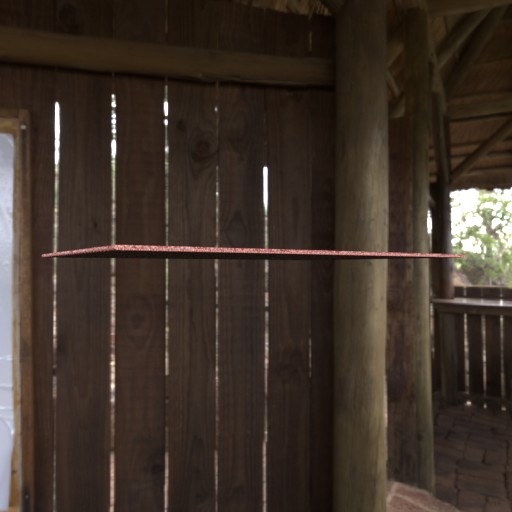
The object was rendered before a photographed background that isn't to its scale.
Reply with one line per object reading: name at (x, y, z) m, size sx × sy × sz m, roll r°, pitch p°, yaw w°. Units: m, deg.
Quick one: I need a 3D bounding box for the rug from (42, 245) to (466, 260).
rug at (0.000, 0.000, 2.290) m, size 1.829 × 0.016 × 1.219 m, roll 1°, pitch -2°, yaw -35°
